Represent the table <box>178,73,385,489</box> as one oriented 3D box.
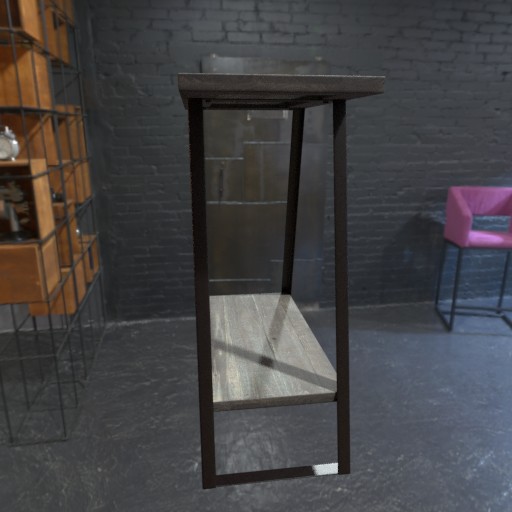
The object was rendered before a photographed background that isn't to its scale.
[{"bbox_3d":[0.000,0.000,1.007,0.300,0.701,0.599,-2,16,-8],"label":"table"}]
